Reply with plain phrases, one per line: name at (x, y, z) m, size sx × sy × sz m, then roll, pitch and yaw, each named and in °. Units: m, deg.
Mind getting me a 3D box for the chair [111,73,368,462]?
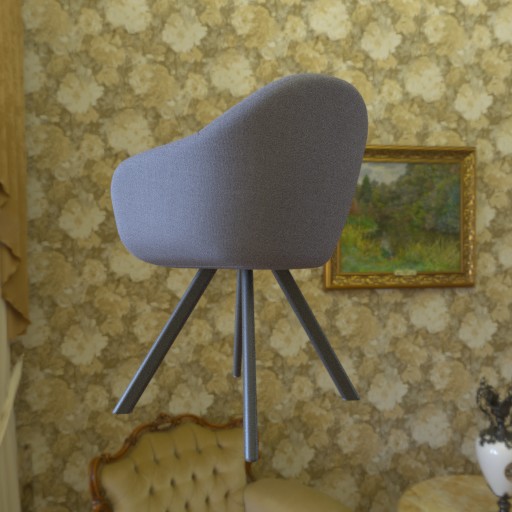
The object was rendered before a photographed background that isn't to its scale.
chair at (0.000, 0.000, 1.155) m, size 0.550 × 0.795 × 0.590 m, roll 0°, pitch -1°, yaw 37°
